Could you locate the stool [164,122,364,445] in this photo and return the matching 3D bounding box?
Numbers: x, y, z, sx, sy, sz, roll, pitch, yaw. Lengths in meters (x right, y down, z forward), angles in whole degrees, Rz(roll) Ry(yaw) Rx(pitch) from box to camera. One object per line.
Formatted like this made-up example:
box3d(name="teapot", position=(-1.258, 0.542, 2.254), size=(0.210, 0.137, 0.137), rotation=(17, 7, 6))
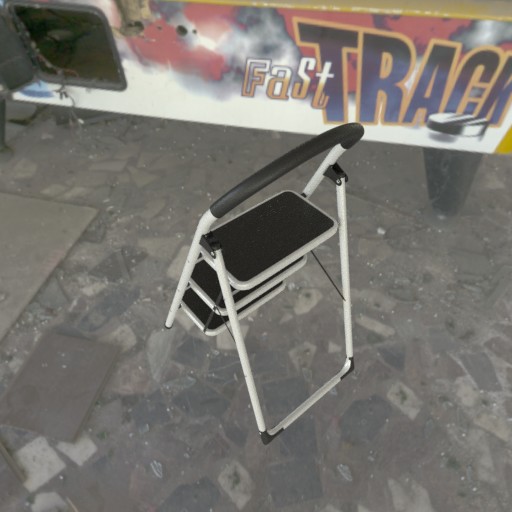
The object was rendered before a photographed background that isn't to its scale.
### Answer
box3d(name="stool", position=(0.000, 0.000, 1.451), size=(0.485, 1.109, 0.676), rotation=(-31, 54, -26))
